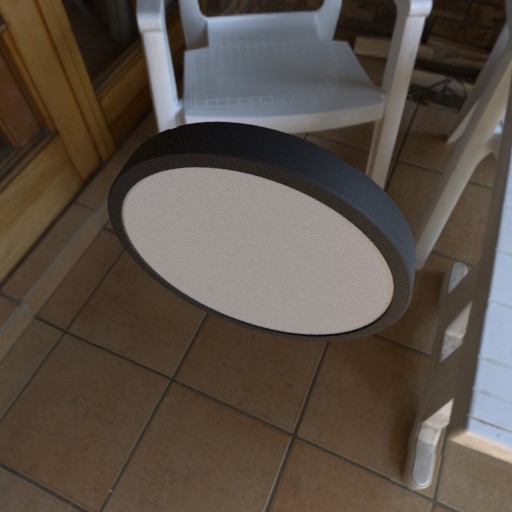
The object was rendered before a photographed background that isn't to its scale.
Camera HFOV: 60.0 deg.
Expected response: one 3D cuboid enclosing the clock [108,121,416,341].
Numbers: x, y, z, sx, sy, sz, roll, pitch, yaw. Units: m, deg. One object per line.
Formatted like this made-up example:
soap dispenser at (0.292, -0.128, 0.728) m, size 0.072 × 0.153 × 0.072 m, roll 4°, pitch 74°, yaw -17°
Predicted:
clock at (0.000, 0.000, 0.432) m, size 0.293 × 0.293 × 0.040 m, roll 15°, pitch 59°, yaw 10°
